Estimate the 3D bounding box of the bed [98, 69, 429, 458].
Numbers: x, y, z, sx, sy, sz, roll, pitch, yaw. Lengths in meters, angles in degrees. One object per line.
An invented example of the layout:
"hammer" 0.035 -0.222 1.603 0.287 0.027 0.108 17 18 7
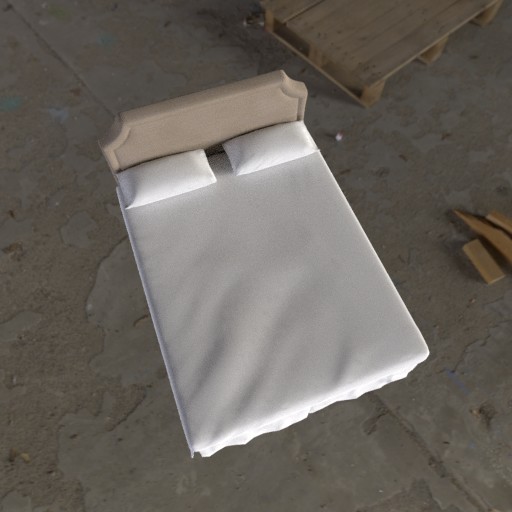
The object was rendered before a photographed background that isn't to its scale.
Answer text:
"bed" 0.000 0.000 3.581 1.977 1.293 2.498 -19 65 -9
